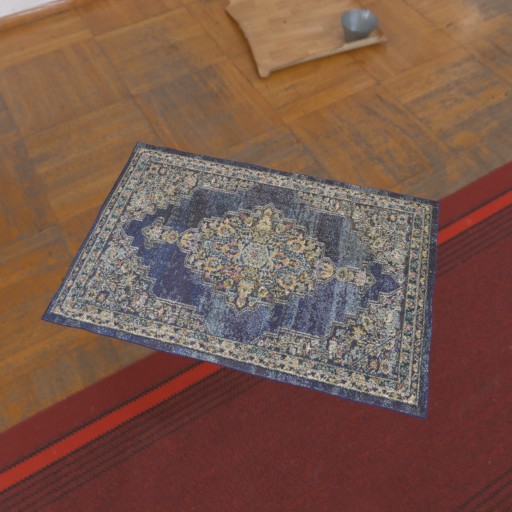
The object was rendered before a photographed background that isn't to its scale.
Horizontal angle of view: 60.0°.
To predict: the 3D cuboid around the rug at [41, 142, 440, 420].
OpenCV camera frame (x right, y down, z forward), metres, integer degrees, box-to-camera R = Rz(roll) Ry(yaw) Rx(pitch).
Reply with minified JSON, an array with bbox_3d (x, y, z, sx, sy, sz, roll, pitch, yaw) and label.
[{"bbox_3d":[0.000,0.000,2.250,1.781,0.012,1.184,13,60,7],"label":"rug"}]
